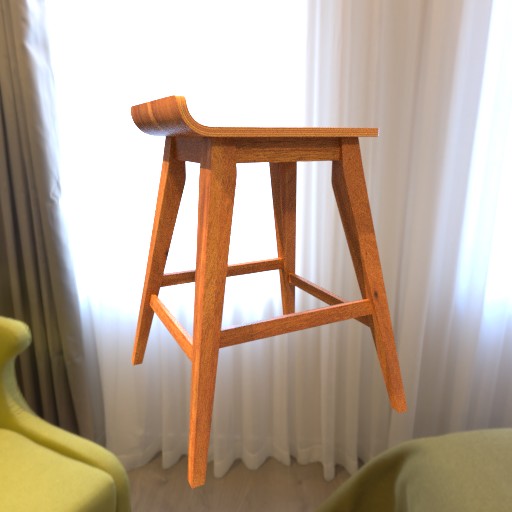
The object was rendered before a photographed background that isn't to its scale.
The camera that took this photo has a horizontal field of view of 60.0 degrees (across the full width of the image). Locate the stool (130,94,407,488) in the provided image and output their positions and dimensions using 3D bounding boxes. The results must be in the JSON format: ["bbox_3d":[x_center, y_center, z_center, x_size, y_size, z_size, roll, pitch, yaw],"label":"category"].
[{"bbox_3d":[0.000,0.000,1.004,0.500,0.650,0.500,-8,17,-26],"label":"stool"}]
